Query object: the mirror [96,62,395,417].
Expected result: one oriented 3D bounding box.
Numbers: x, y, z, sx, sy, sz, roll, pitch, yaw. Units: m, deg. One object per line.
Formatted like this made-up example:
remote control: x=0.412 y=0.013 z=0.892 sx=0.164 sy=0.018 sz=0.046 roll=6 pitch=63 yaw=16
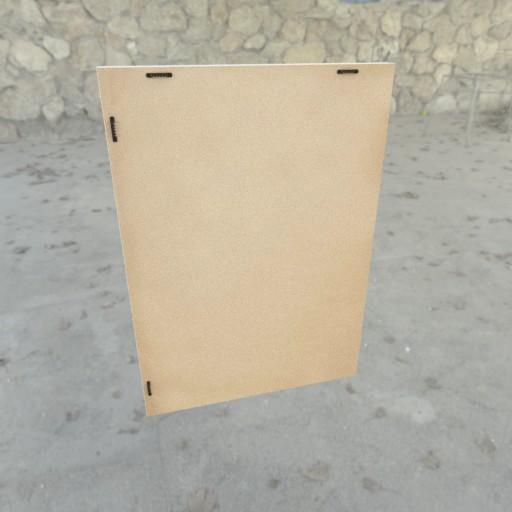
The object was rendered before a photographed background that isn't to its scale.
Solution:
mirror: x=0.000 y=0.000 z=0.895 sx=0.507 sy=0.710 sz=0.039 roll=-7 pitch=27 yaw=-14
